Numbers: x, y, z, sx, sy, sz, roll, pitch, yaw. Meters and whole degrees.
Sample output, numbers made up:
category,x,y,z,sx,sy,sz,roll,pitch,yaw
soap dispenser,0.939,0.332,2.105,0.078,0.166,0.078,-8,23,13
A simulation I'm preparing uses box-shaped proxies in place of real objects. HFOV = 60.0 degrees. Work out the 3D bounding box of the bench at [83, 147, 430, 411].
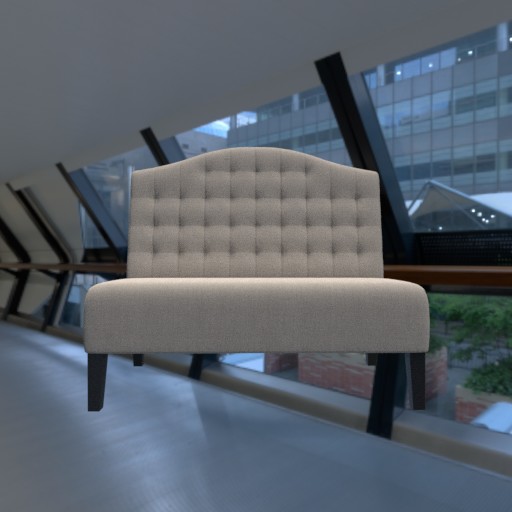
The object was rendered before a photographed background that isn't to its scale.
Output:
category,x,y,z,sx,sy,sz,roll,pitch,yaw
bench,0.000,0.000,2.079,1.335,1.180,0.815,0,1,-1
